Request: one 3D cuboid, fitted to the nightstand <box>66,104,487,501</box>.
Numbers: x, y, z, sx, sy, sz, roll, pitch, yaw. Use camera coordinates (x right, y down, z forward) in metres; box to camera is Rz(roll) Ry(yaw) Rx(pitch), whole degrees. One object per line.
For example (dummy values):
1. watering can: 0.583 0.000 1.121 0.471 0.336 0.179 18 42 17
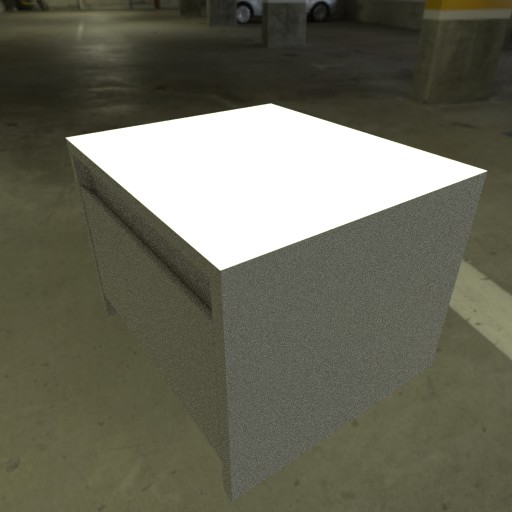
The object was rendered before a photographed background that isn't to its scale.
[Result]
1. nightstand: 0.000 0.000 0.733 0.408 0.351 0.470 -20 37 -30
